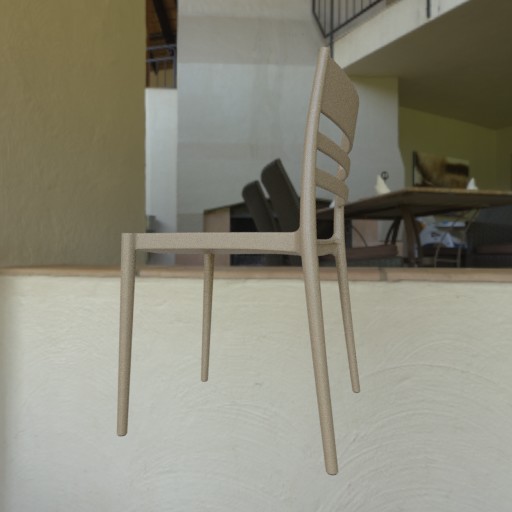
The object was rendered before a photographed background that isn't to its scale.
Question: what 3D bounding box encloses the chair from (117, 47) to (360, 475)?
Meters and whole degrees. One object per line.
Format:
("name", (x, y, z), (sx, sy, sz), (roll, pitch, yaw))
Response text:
("chair", (0.000, 0.000, 1.130), (0.511, 0.800, 0.531), (0, 0, 18))
